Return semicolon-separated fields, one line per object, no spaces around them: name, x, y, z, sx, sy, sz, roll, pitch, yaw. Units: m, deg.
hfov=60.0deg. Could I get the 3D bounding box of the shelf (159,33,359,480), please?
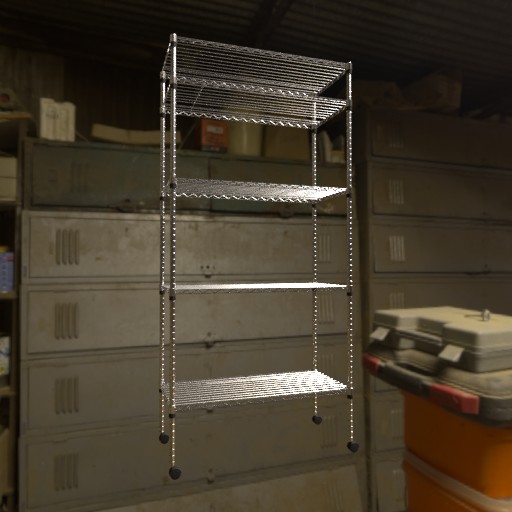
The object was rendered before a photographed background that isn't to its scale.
shelf;0.000;0.000;1.856;0.762;1.587;0.356;0;-1;-18
